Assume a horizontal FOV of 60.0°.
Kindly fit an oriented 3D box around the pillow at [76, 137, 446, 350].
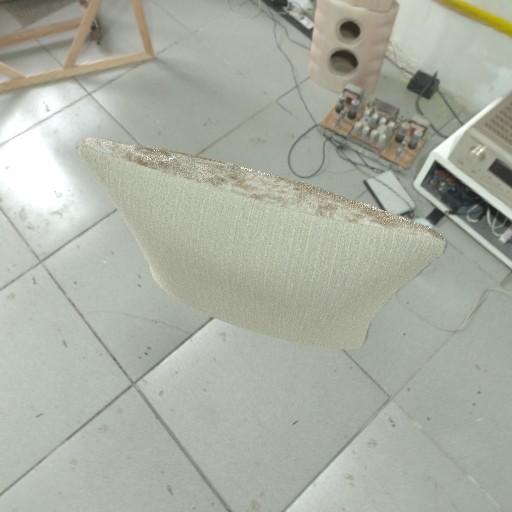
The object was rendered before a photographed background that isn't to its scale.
[{"bbox_3d":[0.000,0.000,0.836,0.538,0.525,0.216,17,66,8],"label":"pillow"}]
